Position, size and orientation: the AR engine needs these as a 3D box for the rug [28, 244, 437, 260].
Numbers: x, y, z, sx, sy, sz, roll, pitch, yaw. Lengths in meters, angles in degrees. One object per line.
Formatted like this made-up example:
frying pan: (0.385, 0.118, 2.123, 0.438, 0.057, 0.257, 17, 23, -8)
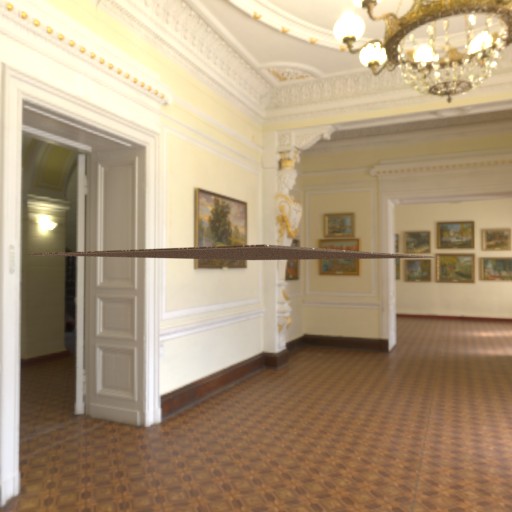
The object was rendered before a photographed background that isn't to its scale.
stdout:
rug: (0.000, 0.000, 4.179, 2.457, 0.012, 3.062, -1, -2, 37)
